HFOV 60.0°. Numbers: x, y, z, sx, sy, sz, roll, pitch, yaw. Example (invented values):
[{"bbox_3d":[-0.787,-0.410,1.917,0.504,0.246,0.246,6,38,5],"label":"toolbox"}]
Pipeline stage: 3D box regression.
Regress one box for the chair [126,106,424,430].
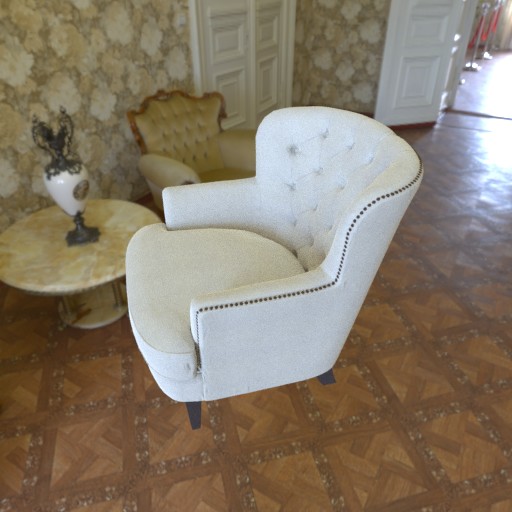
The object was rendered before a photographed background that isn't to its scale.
[{"bbox_3d":[0.000,0.000,1.569,0.906,0.868,0.848,-9,33,-13],"label":"chair"}]
